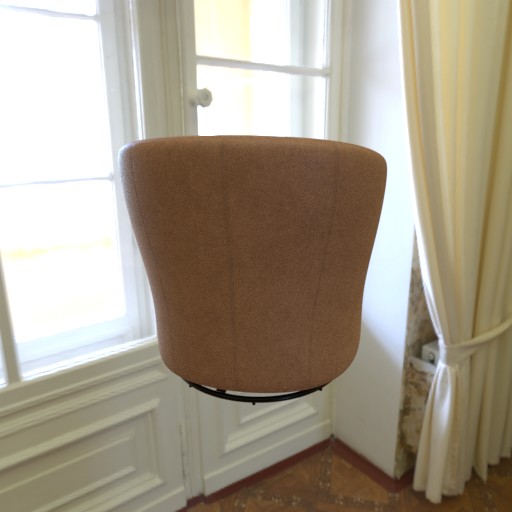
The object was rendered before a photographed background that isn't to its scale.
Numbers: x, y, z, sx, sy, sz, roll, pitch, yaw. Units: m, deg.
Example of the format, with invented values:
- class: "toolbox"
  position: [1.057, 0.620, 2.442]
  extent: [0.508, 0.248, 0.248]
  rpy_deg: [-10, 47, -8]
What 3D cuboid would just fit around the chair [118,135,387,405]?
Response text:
- class: "chair"
  position: [0.000, 0.000, 1.449]
  extent: [0.791, 0.771, 0.815]
  rpy_deg: [3, 16, 10]
